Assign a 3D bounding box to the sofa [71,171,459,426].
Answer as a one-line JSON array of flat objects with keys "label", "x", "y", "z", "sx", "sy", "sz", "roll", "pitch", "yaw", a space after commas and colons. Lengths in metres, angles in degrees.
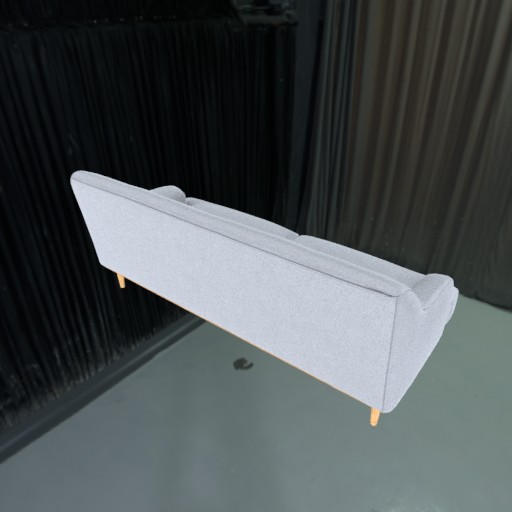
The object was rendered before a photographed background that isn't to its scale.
[{"label": "sofa", "x": 0.000, "y": 0.000, "z": 2.557, "sx": 2.057, "sy": 0.871, "sz": 0.978, "roll": 21, "pitch": 37, "yaw": 32}]
